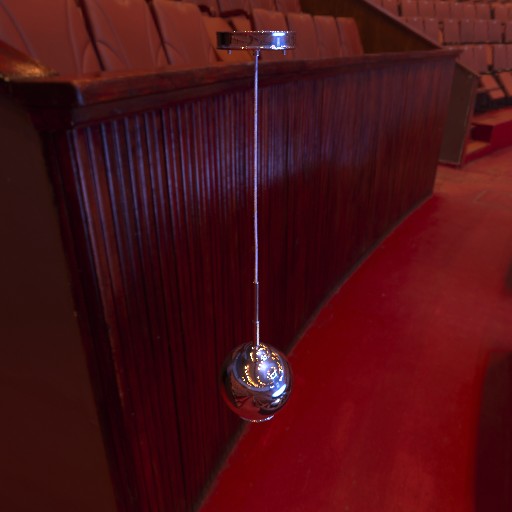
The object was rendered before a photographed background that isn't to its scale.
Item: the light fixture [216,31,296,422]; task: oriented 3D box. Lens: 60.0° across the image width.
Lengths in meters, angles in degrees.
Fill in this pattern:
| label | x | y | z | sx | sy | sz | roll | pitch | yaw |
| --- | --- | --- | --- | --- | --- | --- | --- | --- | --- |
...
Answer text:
| label | x | y | z | sx | sy | sz | roll | pitch | yaw |
| --- | --- | --- | --- | --- | --- | --- | --- | --- | --- |
| light fixture | 0.000 | 0.000 | 1.704 | 0.336 | 1.538 | 0.336 | 8 | 27 | 16 |
